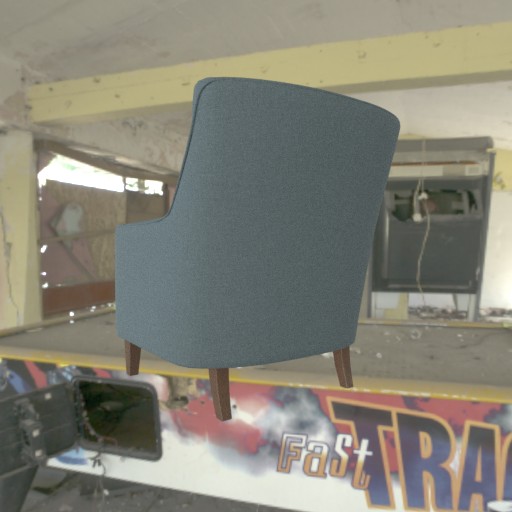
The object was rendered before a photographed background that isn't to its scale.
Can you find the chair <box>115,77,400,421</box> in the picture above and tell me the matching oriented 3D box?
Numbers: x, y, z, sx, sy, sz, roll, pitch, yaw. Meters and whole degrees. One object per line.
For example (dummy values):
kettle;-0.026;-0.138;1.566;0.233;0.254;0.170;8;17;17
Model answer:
chair;0.000;0.000;1.560;0.756;0.916;0.879;-1;1;-35
